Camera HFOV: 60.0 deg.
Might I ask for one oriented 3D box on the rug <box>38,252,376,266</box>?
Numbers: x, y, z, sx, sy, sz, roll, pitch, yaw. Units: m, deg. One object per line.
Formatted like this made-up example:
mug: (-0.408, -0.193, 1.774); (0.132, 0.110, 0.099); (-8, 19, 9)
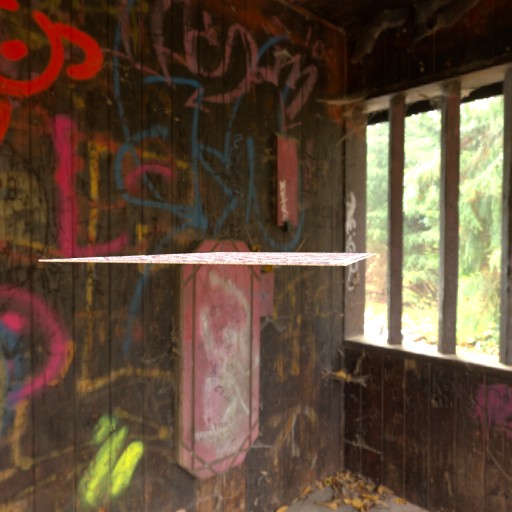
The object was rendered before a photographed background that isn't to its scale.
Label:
rug: (0.000, 0.000, 3.161); (1.545, 0.010, 2.440); (0, 2, 18)
